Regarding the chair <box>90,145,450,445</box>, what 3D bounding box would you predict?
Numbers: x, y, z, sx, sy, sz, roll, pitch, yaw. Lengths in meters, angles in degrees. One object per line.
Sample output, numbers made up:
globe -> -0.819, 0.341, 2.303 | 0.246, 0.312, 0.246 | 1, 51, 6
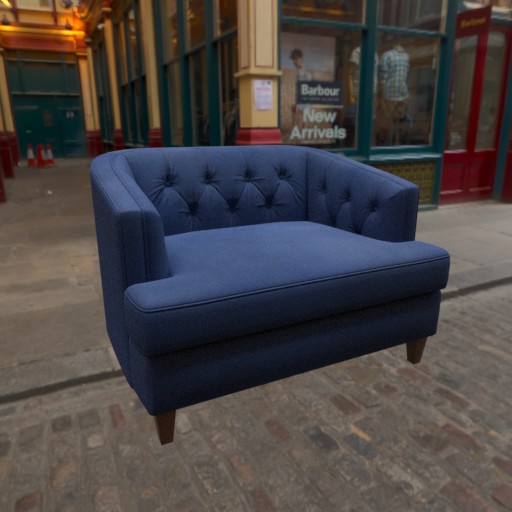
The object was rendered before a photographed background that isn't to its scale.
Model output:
chair -> 0.000, 0.000, 1.716 | 1.118, 0.787, 0.914 | -8, 18, -26
